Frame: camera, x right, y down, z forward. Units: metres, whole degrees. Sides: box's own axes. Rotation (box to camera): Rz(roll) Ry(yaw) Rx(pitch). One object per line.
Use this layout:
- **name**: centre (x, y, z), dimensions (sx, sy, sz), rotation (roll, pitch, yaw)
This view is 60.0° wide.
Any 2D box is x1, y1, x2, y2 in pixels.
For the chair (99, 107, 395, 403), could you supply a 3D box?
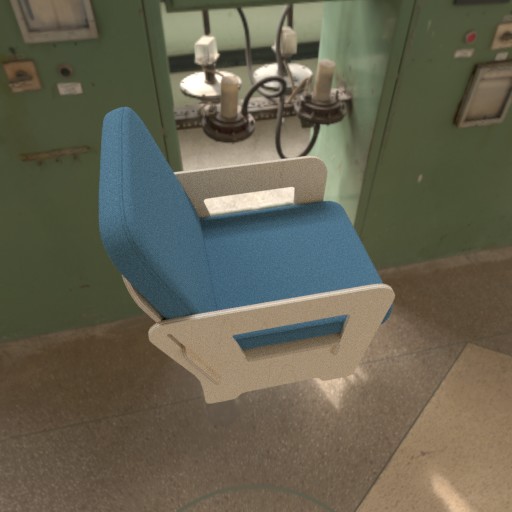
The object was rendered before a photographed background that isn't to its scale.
- **chair**: centre (0.000, 0.000, 1.214), dimensions (0.657, 0.747, 0.547), rotation (-9, 48, -8)
